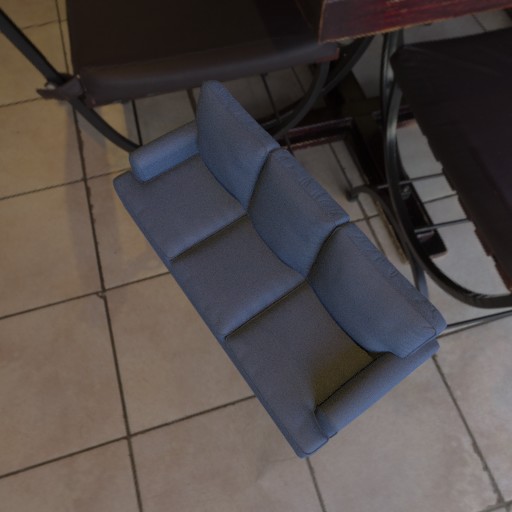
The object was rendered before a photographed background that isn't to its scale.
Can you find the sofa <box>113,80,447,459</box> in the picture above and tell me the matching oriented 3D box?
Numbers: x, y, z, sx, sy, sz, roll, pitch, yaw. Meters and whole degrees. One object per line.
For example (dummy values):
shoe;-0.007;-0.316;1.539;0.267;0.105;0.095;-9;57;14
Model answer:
sofa;0.000;0.000;2.734;0.951;0.965;2.158;-33;68;-15
